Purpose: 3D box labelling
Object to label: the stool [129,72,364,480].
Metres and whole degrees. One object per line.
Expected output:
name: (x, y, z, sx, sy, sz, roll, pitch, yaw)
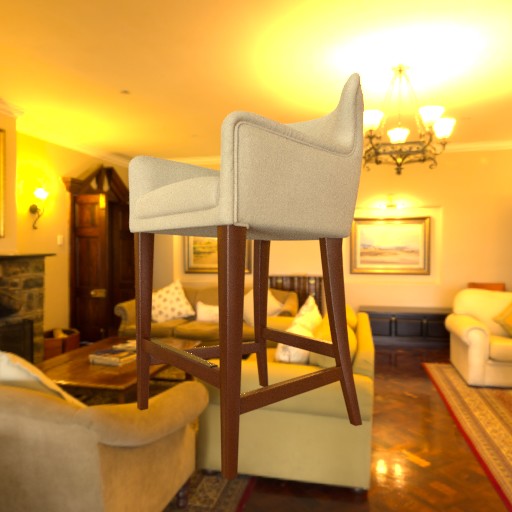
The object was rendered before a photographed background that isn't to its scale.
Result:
stool: (0.000, 0.000, 1.311, 0.570, 0.951, 0.601, -1, 1, -36)
